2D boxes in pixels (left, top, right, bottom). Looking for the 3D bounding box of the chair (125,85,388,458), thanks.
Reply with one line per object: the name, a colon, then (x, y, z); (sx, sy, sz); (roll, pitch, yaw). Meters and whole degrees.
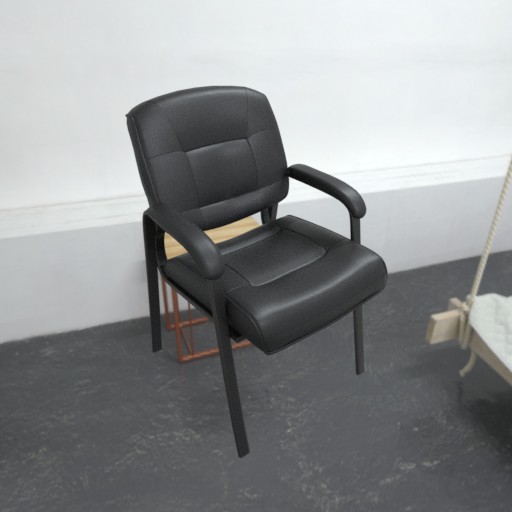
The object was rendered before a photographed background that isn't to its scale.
chair: (0.000, 0.000, 1.372); (0.591, 0.910, 0.668); (-22, 38, -32)
